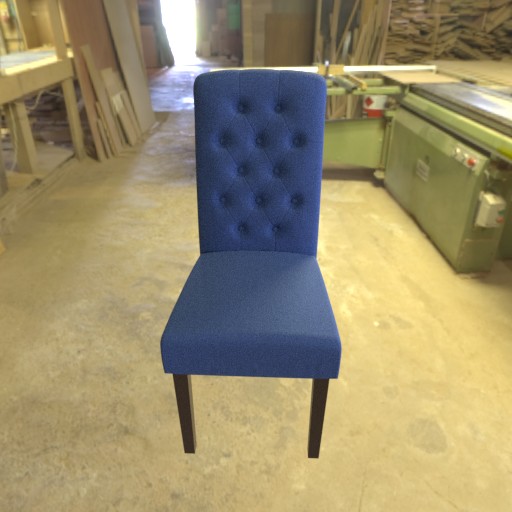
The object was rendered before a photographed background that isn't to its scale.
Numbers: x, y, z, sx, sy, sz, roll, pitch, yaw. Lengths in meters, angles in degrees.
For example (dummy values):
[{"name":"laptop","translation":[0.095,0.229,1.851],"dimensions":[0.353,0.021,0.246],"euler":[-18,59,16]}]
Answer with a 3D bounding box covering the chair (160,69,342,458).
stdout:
[{"name":"chair","translation":[0.000,0.000,1.359],"dimensions":[0.456,1.006,0.671],"euler":[1,29,2]}]
